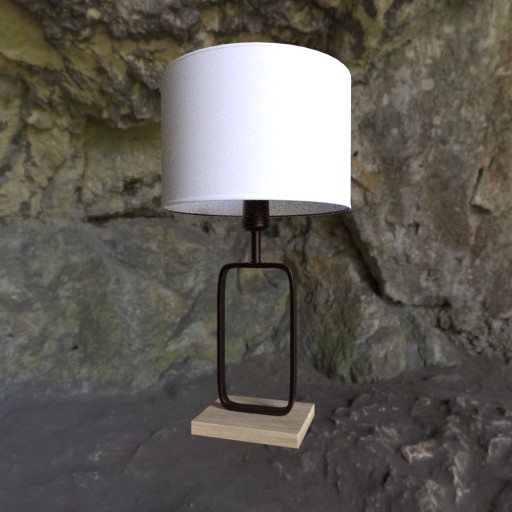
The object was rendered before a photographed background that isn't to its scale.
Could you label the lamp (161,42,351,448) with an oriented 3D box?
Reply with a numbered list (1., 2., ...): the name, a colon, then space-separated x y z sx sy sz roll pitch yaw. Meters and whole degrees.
1. lamp: 0.000 0.000 0.666 0.279 0.508 0.279 0 1 17
